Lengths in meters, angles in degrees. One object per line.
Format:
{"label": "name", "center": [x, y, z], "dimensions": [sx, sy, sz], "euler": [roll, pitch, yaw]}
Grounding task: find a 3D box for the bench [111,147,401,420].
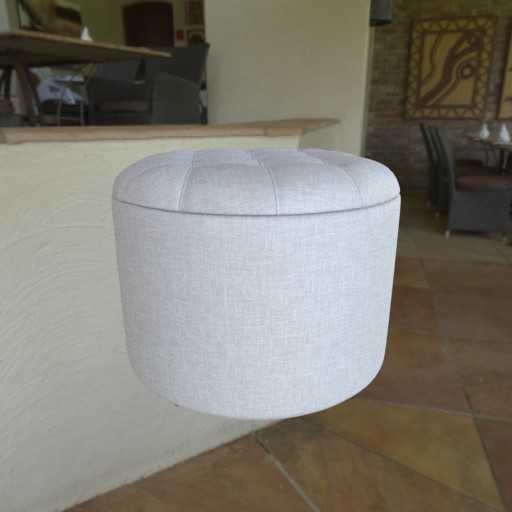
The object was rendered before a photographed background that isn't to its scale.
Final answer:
{"label": "bench", "center": [0.000, 0.000, 1.004], "dimensions": [0.600, 0.453, 0.600], "euler": [0, 18, 0]}
